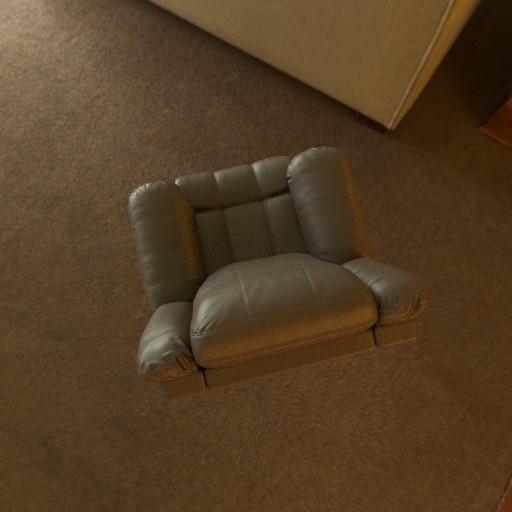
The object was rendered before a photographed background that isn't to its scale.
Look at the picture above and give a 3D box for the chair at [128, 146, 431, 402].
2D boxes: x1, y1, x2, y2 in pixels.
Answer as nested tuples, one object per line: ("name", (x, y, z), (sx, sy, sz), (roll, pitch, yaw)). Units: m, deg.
("chair", (0.000, 0.000, 1.762), (0.899, 1.009, 0.934), (-13, 74, -4))
